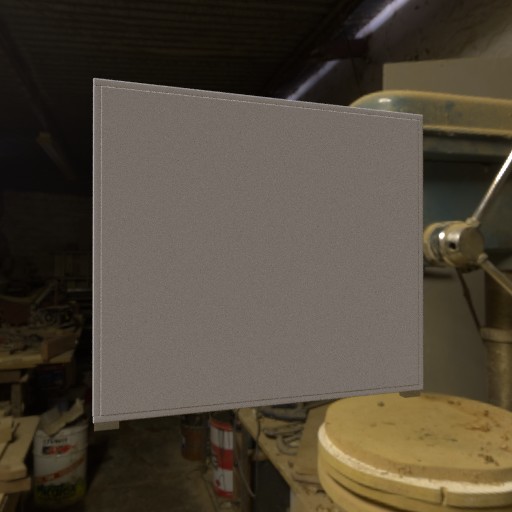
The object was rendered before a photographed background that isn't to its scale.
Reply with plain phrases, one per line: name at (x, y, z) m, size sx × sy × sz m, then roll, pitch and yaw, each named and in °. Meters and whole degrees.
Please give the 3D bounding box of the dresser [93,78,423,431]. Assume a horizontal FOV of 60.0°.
dresser at (0.000, 0.000, 1.628) m, size 1.100 × 1.000 × 0.460 m, roll 0°, pitch 0°, yaw -17°
